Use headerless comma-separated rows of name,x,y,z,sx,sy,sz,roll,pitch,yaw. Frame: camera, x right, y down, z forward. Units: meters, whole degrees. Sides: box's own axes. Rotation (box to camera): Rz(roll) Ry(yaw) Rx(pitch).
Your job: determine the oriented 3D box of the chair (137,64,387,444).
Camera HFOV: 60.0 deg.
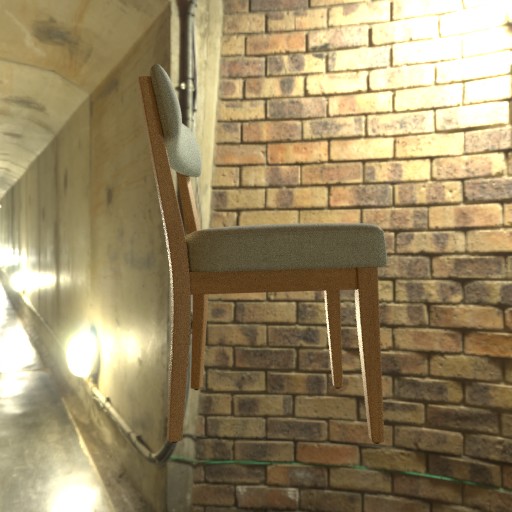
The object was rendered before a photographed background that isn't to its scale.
chair,0.000,0.000,1.194,0.572,0.832,0.508,0,-1,-1
